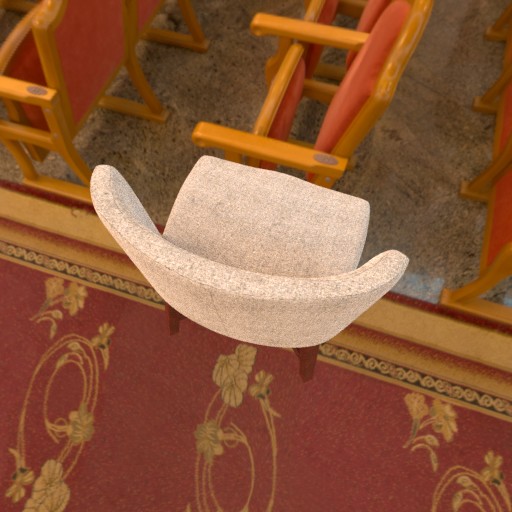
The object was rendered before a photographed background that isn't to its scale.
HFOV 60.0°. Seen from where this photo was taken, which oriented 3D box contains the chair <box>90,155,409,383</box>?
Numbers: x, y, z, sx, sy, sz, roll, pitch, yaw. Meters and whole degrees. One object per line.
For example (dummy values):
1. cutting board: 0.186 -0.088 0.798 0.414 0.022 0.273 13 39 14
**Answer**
1. chair: 0.000 0.000 1.334 0.728 0.827 0.575 17 65 8
